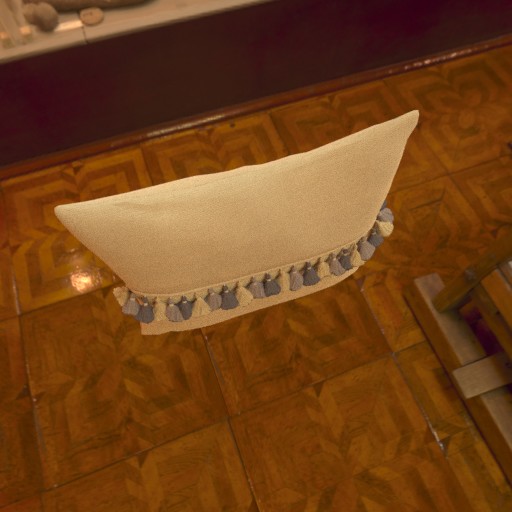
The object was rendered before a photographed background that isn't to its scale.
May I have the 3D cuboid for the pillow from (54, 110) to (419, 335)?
[{"bbox_3d":[0.000,0.000,0.741,0.489,0.481,0.165,-17,64,-8],"label":"pillow"}]
